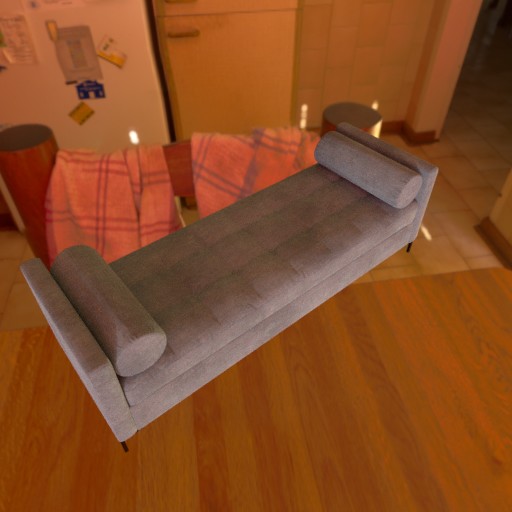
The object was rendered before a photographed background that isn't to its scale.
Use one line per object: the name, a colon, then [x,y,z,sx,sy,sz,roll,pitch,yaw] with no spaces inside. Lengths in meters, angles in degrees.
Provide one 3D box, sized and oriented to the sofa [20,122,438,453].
sofa: [0.000,0.000,2.295,1.981,0.635,0.686,-30,51,-27]
